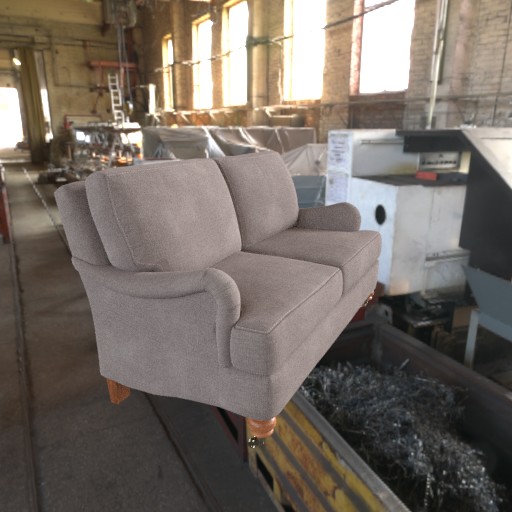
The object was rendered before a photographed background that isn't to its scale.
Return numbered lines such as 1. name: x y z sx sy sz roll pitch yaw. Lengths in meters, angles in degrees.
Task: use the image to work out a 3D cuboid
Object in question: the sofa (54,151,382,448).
1. sofa: 0.000 0.000 2.555 1.084 1.101 1.853 8 18 27
